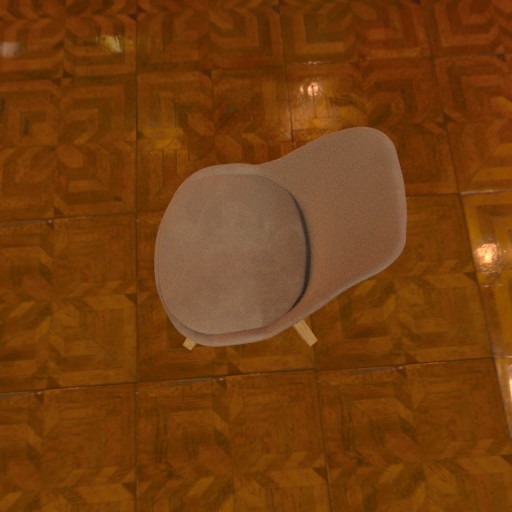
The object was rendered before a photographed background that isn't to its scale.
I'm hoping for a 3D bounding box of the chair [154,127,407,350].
[{"bbox_3d":[0.000,0.000,1.204,0.550,0.850,0.485,-2,74,-1],"label":"chair"}]
